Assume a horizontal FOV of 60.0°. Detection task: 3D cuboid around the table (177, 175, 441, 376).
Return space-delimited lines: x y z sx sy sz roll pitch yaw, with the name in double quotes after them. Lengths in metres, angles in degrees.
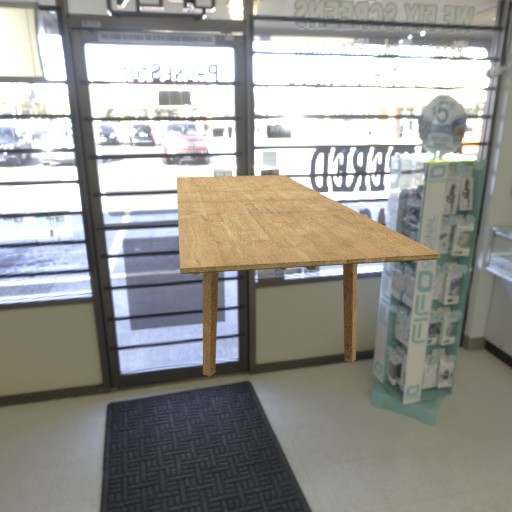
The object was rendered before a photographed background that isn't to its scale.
0.000 0.000 2.974 1.000 0.752 2.603 -3 17 -10 "table"
